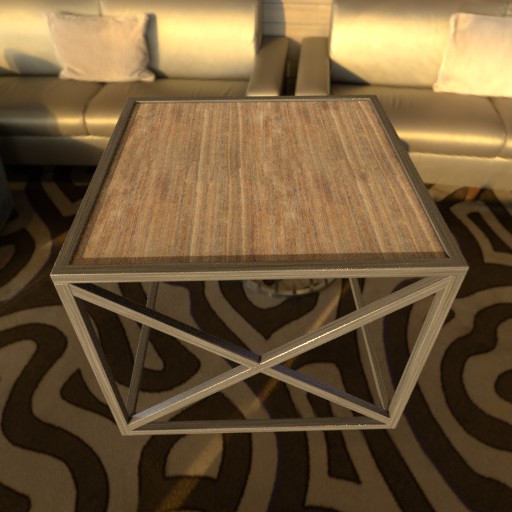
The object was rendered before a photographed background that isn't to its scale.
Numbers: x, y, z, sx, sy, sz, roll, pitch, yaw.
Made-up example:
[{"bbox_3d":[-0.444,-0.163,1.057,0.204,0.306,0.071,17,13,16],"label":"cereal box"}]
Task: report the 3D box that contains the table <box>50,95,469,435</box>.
[{"bbox_3d":[0.000,0.000,1.039,0.611,0.507,0.609,-1,43,-1],"label":"table"}]
